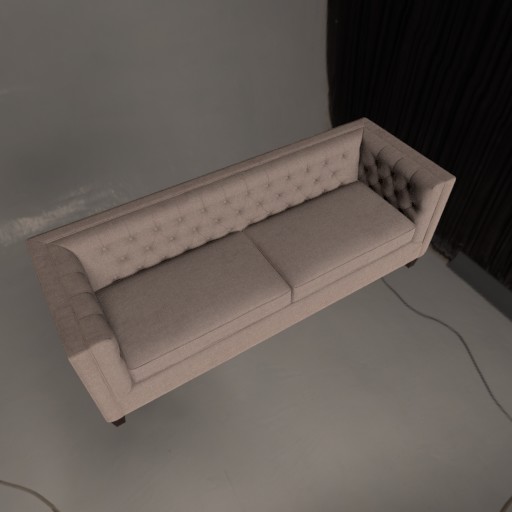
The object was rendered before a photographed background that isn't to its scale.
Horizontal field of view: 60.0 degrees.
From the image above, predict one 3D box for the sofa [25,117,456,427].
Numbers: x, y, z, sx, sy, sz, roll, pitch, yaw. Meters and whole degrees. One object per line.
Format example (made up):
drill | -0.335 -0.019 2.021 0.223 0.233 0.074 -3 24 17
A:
sofa | 0.000 0.000 2.573 2.159 0.762 0.775 -24 52 -21
